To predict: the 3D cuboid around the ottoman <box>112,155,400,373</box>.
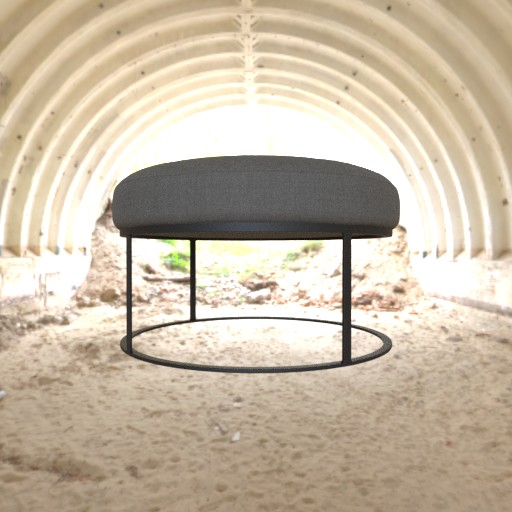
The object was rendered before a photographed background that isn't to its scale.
[{"bbox_3d":[0.000,0.000,1.242,0.772,0.460,0.772,0,1,0],"label":"ottoman"}]
